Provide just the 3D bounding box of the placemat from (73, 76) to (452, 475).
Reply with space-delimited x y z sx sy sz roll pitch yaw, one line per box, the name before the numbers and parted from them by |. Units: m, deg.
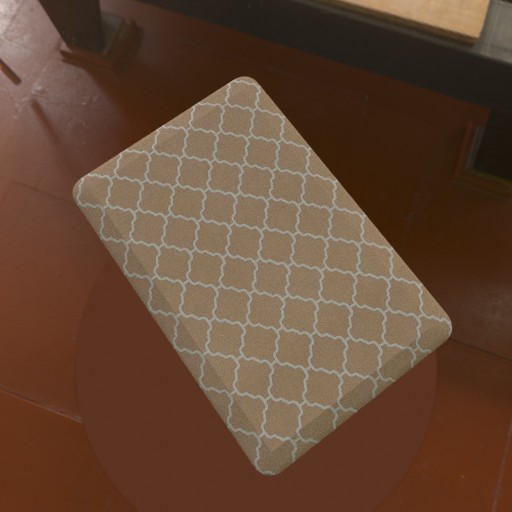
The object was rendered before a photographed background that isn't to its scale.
placemat | 0.000 0.000 0.962 0.508 0.021 0.762 -35 80 -7
